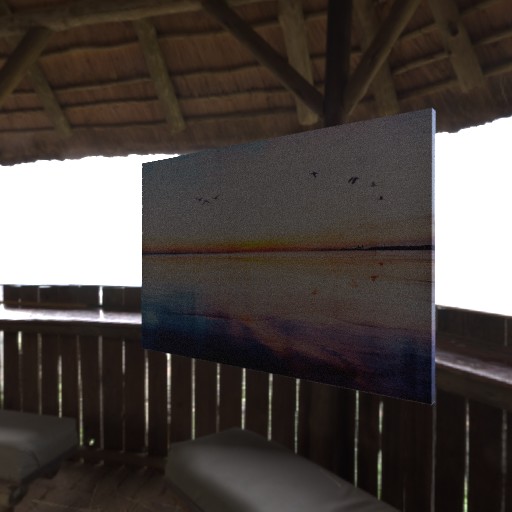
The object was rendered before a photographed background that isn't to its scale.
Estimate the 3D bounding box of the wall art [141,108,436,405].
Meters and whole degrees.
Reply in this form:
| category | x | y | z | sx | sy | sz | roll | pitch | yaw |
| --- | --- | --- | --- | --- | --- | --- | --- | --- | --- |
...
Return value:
| category | x | y | z | sx | sy | sz | roll | pitch | yaw |
| --- | --- | --- | --- | --- | --- | --- | --- | --- | --- |
| wall art | 0.000 | 0.000 | 1.478 | 1.137 | 0.756 | 0.034 | 0 | 0 | 37 |
